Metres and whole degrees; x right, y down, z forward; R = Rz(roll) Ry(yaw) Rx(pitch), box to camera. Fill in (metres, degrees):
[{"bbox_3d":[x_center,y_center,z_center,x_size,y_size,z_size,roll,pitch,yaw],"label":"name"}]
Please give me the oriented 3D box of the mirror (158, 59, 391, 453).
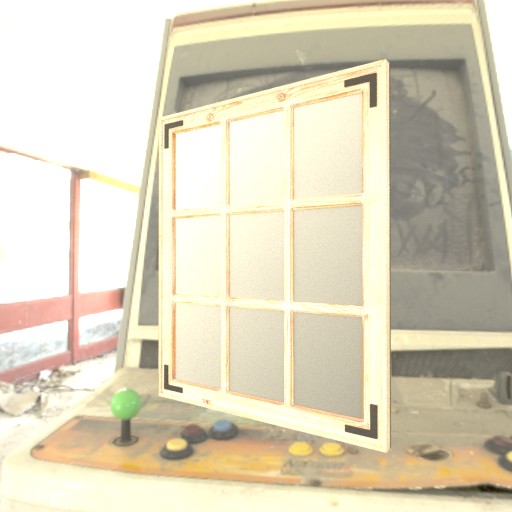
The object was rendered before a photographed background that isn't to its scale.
[{"bbox_3d":[0.000,0.000,1.213,0.730,0.882,0.032,0,0,35],"label":"mirror"}]
